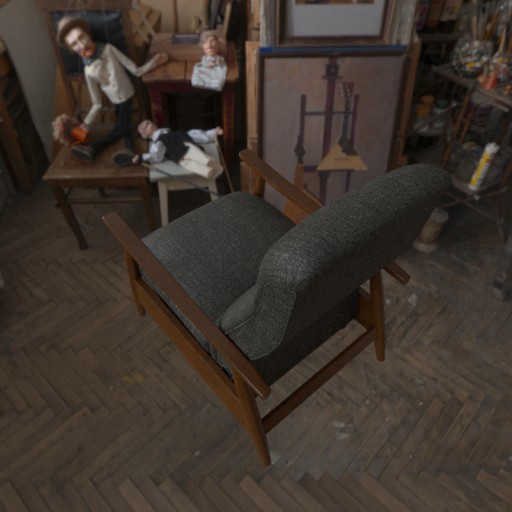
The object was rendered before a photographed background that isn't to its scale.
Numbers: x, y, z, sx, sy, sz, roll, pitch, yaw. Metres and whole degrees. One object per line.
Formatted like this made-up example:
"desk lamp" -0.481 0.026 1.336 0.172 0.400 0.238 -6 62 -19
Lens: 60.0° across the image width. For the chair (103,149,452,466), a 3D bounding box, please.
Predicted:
"chair" 0.000 0.000 1.736 0.762 1.082 1.014 -32 54 -27
